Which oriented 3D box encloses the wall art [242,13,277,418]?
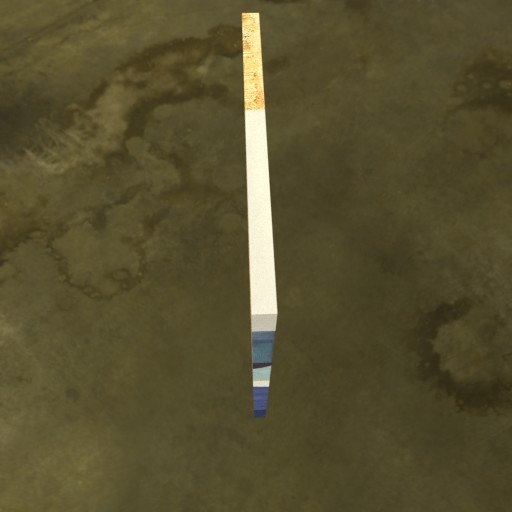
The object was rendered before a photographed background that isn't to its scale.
[{"bbox_3d":[0.000,0.000,0.794,0.026,0.613,0.458,-2,61,-1],"label":"wall art"}]
